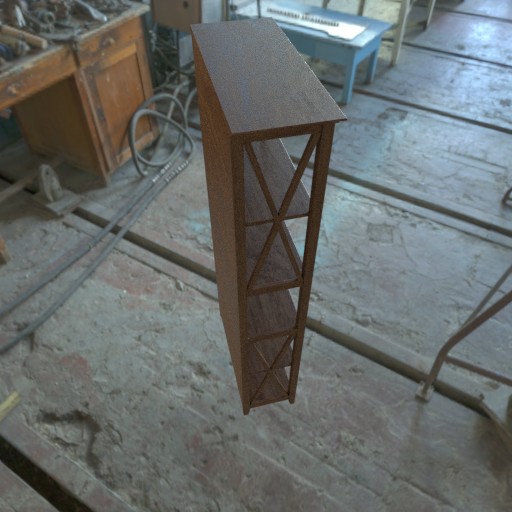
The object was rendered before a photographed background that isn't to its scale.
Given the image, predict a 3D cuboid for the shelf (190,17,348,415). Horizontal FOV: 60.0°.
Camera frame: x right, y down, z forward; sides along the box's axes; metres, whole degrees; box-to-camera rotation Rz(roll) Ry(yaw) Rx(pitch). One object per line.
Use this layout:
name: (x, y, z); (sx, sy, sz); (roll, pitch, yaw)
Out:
shelf: (0.000, 0.000, 2.192); (0.335, 1.905, 0.805); (-10, 48, -9)
